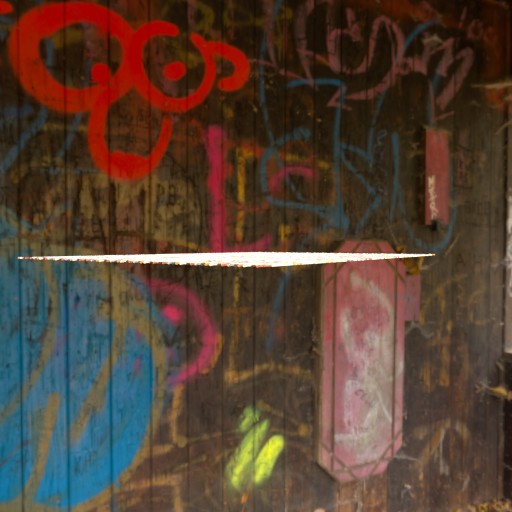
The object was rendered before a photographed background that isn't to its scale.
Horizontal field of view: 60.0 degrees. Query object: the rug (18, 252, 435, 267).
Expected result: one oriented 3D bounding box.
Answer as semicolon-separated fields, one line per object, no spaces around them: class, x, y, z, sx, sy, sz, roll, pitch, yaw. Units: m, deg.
rug;0.000;0.000;4.225;2.439;0.015;3.274;1;2;36
